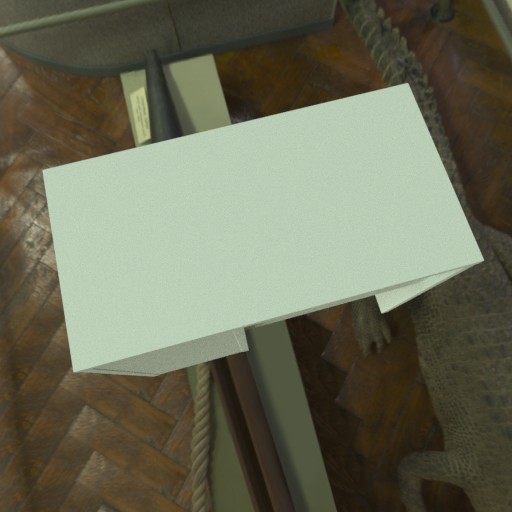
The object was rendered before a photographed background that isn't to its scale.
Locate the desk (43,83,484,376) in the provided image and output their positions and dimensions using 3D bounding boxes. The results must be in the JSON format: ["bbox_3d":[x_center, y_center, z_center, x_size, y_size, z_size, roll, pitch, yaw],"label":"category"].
[{"bbox_3d":[0.000,0.000,1.346,0.898,0.730,0.482,-15,75,-4],"label":"desk"}]
